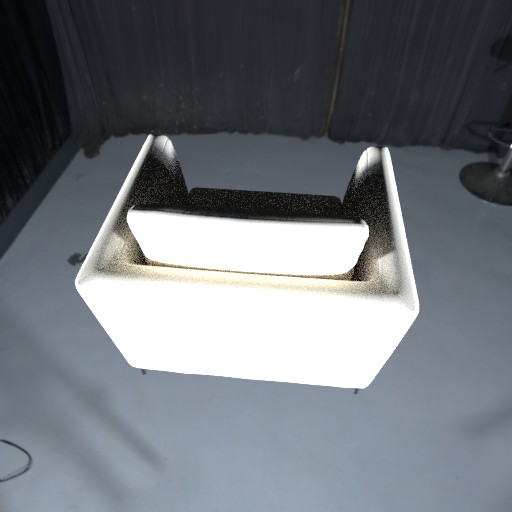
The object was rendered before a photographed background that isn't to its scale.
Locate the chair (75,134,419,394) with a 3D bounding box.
[{"bbox_3d":[0.000,0.000,1.768,1.041,0.865,0.889,4,46,4],"label":"chair"}]
